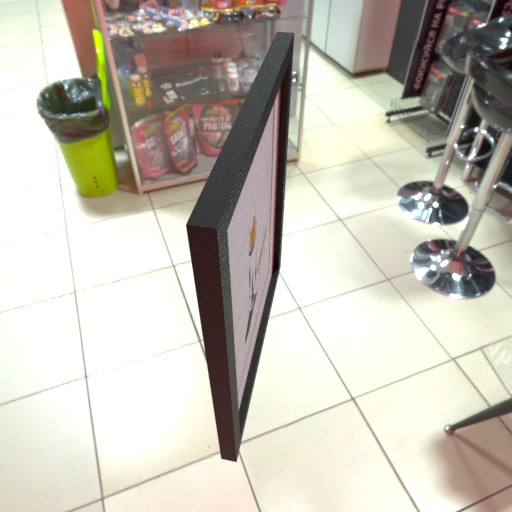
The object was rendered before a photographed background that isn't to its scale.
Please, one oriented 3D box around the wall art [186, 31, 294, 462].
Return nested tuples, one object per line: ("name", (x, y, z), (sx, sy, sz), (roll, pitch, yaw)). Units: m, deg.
("wall art", (0.000, 0.000, 0.516), (0.019, 0.381, 0.330), (8, 46, 8))
